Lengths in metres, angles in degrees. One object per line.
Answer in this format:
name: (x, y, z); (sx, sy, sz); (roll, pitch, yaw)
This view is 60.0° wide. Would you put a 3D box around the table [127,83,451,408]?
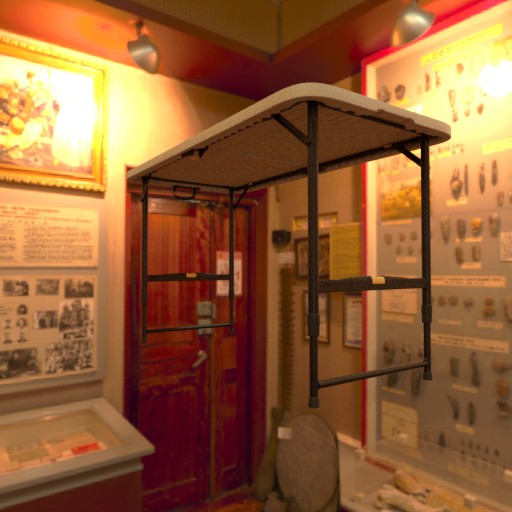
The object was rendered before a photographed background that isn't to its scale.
table: (0.000, 0.000, 1.624); (0.611, 0.737, 1.245); (1, -2, -35)
